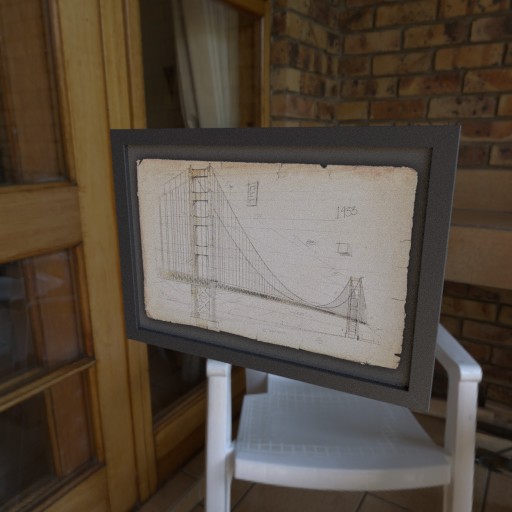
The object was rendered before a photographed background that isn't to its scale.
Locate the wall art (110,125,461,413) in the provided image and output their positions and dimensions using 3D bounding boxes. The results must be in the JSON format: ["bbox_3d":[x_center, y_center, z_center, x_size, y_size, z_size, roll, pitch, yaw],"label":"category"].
[{"bbox_3d":[0.000,0.000,0.550,0.432,0.306,0.016,7,16,25],"label":"wall art"}]
